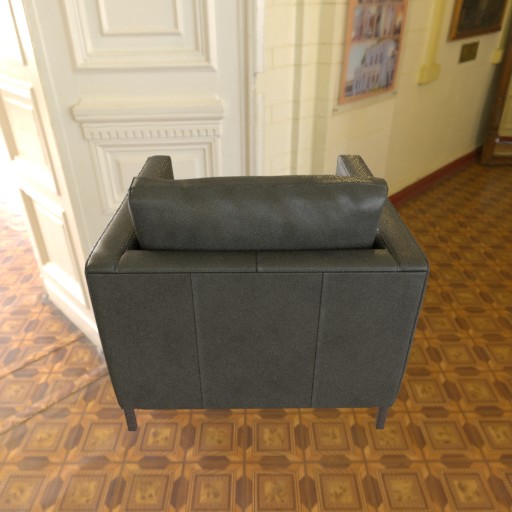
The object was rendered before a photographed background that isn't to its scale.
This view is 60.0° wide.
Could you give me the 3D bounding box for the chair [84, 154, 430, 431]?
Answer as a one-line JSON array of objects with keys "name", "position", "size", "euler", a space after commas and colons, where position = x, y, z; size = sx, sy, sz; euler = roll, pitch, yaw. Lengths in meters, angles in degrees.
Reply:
[{"name": "chair", "position": [0.000, 0.000, 1.518], "size": [0.967, 0.824, 0.861], "euler": [0, 31, -1]}]
